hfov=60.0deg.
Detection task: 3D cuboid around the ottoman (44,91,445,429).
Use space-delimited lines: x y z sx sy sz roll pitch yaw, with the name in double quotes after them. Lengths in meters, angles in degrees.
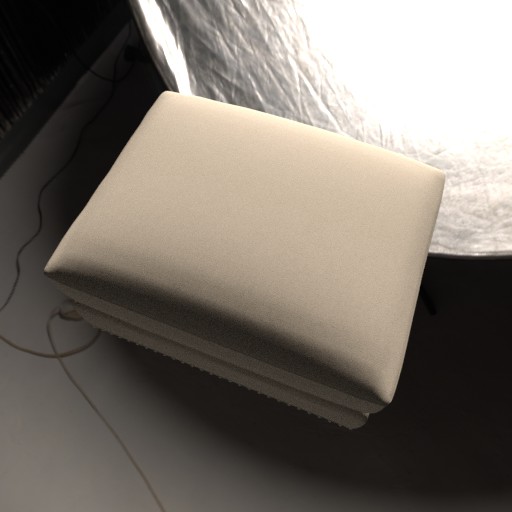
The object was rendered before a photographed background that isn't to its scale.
0.000 0.000 1.124 0.741 0.513 0.584 19 65 9 "ottoman"
